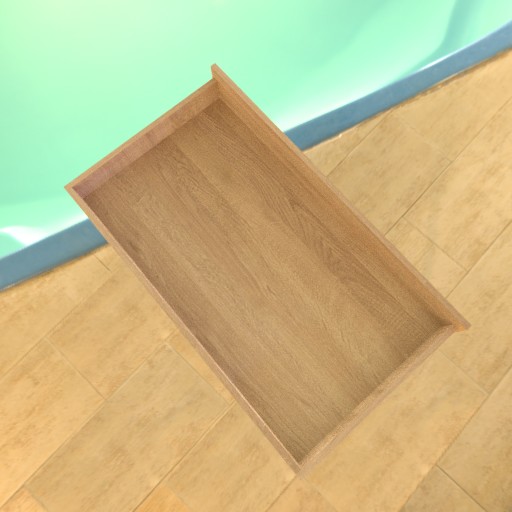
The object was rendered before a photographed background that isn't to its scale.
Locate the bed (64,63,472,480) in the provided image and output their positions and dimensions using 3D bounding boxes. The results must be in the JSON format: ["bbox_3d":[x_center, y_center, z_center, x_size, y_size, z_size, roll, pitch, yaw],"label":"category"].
[{"bbox_3d":[0.000,0.000,1.476,0.685,0.209,1.200,-40,79,-10],"label":"bed"}]
